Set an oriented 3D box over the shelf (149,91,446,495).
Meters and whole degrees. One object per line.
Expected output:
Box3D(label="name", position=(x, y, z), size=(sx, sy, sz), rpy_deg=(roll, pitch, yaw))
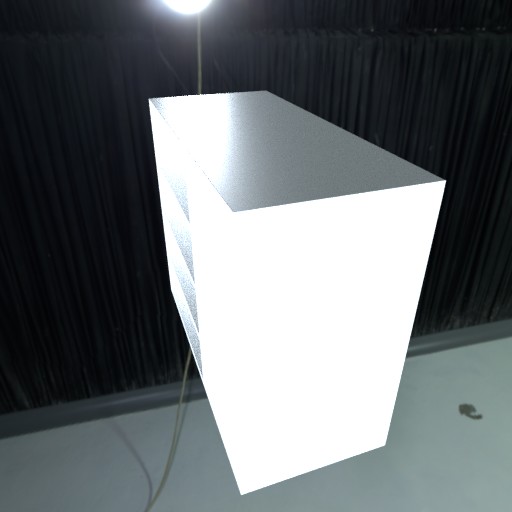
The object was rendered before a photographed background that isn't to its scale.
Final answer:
Box3D(label="shelf", position=(0.000, 0.000, 1.278), size=(0.396, 0.732, 0.895), rpy_deg=(-10, 32, -17))
